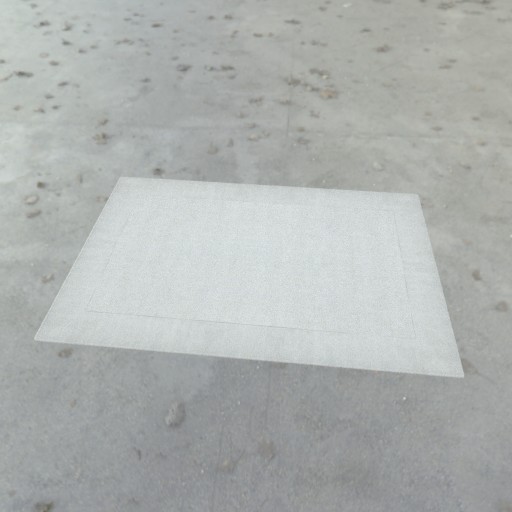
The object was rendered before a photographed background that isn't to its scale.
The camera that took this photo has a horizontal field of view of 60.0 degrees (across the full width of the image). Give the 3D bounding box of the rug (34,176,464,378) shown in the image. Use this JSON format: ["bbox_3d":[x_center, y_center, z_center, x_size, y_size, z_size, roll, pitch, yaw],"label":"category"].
[{"bbox_3d":[0.000,0.000,2.293,1.829,0.013,1.219,4,46,4],"label":"rug"}]
